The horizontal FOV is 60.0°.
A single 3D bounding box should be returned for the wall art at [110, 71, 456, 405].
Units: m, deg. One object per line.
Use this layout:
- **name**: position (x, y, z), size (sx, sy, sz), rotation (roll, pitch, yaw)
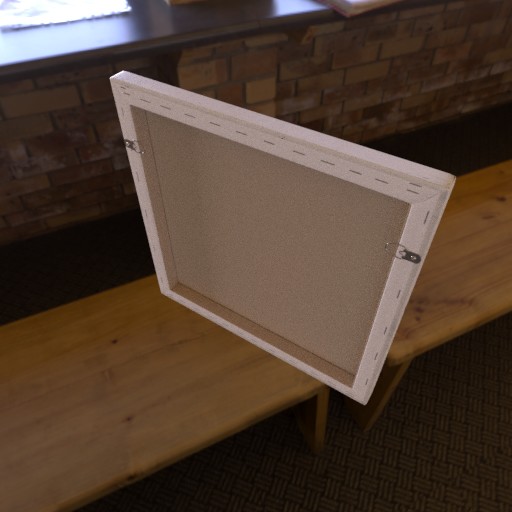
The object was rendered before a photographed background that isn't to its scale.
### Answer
- **wall art**: position (0.000, 0.000, 0.909), size (0.610, 0.611, 0.040), rotation (25, 51, 22)
